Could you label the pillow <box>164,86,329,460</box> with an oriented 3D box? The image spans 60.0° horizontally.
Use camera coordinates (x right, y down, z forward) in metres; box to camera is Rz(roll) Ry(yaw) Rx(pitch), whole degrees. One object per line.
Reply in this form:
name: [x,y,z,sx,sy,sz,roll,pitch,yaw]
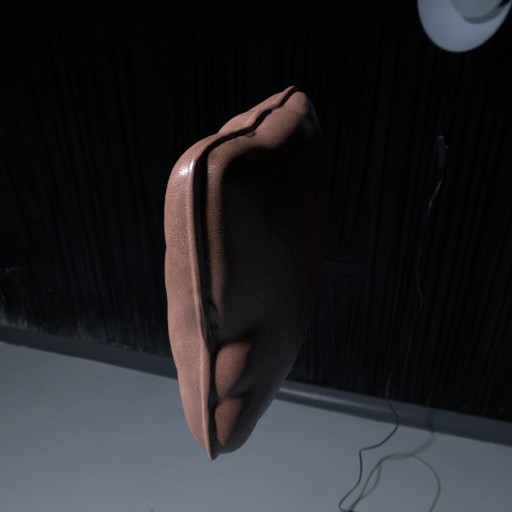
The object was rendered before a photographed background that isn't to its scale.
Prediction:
pillow: [0.000,0.000,0.811,0.236,0.523,0.532,9,31,15]
